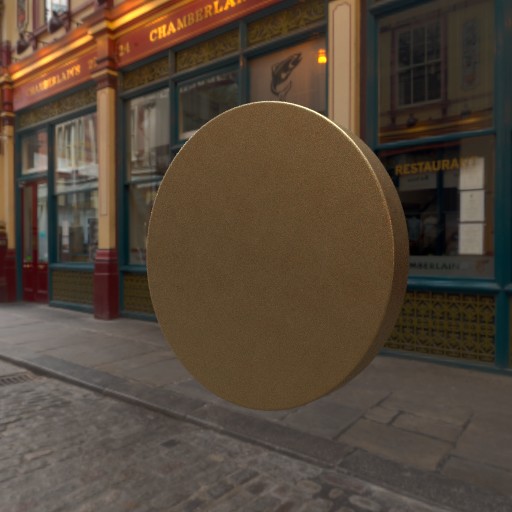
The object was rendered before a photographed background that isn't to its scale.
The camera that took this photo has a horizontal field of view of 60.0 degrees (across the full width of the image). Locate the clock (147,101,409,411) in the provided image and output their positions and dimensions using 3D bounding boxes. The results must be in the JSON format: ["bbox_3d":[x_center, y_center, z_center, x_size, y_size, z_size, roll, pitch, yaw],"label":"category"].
[{"bbox_3d":[0.000,0.000,0.473,0.314,0.314,0.040,0,0,37],"label":"clock"}]
